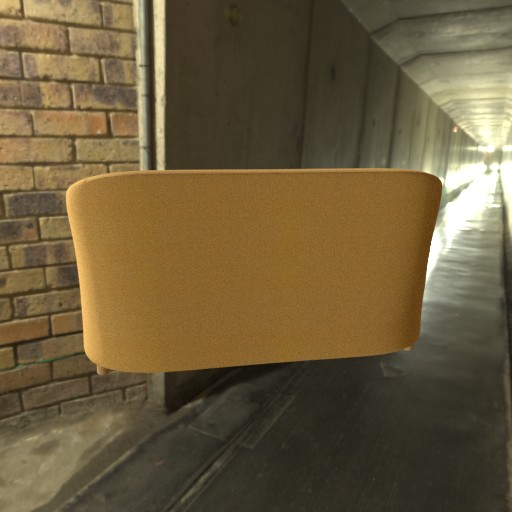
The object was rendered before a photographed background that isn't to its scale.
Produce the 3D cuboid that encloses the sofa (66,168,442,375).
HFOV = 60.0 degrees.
[{"bbox_3d":[0.000,0.000,1.801,1.452,0.721,0.705,-2,14,-9],"label":"sofa"}]
